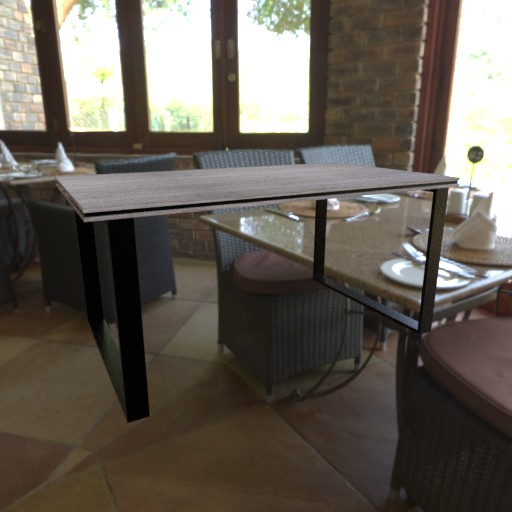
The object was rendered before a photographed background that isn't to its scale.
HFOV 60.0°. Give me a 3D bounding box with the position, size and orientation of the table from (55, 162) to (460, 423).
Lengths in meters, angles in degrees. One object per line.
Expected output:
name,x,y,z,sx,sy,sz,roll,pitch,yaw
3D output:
table,0.000,0.000,2.083,1.579,0.736,0.881,-9,19,-27
